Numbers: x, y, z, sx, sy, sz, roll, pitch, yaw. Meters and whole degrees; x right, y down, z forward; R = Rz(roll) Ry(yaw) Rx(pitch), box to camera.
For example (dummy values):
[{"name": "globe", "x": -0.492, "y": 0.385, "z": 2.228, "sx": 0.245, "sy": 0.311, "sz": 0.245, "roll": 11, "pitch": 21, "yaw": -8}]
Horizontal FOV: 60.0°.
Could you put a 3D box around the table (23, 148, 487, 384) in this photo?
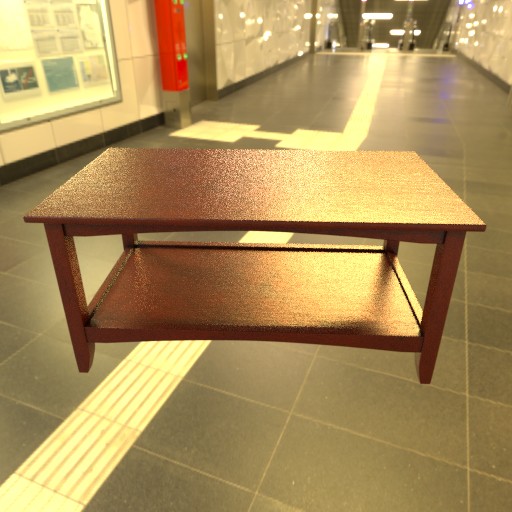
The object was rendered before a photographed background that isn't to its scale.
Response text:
[{"name": "table", "x": 0.000, "y": 0.000, "z": 1.239, "sx": 0.943, "sy": 0.456, "sz": 0.533, "roll": 1, "pitch": 29, "yaw": 2}]
